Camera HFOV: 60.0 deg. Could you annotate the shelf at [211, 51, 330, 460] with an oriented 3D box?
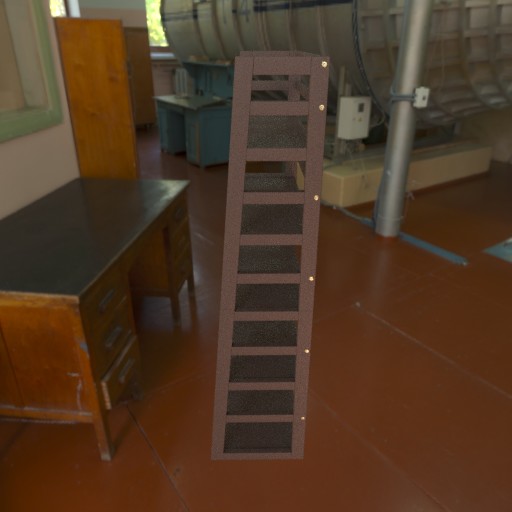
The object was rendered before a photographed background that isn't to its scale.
[{"bbox_3d":[0.000,0.000,1.920,0.403,1.600,0.763,0,26,-1],"label":"shelf"}]
